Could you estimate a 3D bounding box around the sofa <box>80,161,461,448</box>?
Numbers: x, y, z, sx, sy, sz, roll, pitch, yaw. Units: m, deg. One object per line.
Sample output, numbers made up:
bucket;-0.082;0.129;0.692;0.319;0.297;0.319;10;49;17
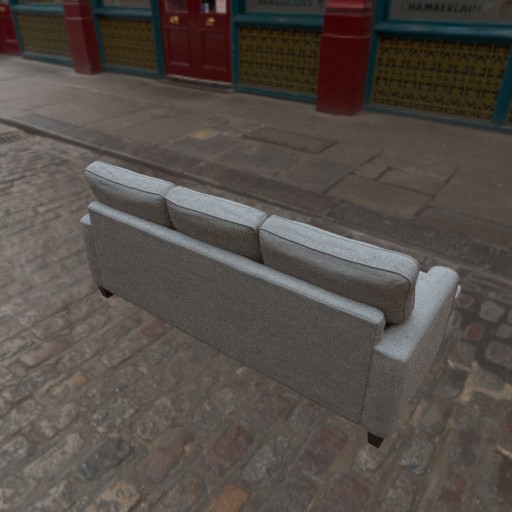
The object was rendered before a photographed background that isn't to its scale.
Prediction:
sofa;0.000;0.000;2.641;2.158;0.965;0.951;21;36;31
